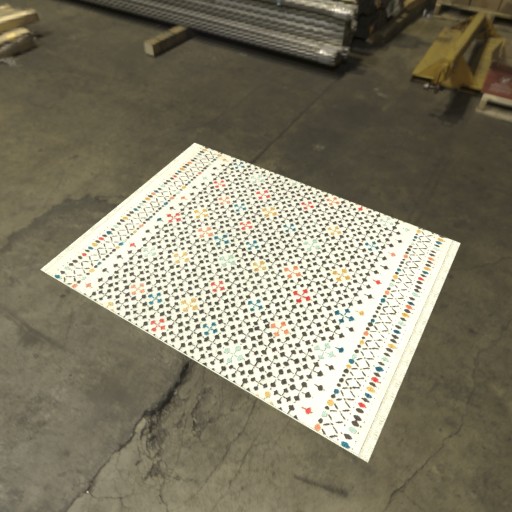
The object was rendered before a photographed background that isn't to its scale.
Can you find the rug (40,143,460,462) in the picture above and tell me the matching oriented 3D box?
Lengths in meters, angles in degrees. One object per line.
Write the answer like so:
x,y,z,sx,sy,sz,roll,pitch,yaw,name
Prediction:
0.000,0.000,2.033,1.556,0.006,1.146,25,53,20,rug
